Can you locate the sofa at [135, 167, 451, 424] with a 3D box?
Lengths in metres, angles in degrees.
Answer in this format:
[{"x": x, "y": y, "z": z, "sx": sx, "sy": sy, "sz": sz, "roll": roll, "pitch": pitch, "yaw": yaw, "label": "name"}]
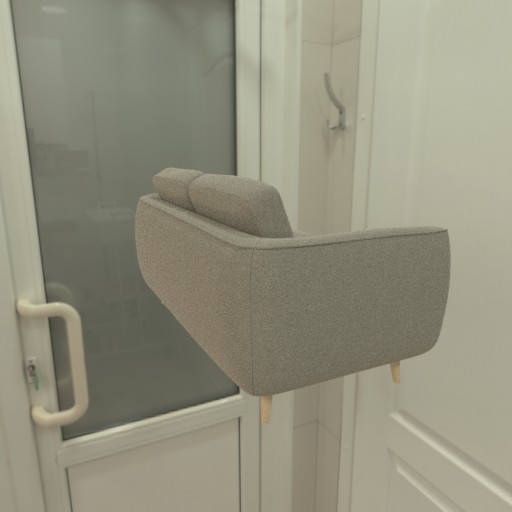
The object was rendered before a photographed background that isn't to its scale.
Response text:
[{"x": 0.000, "y": 0.000, "z": 2.232, "sx": 0.920, "sy": 0.850, "sz": 1.700, "roll": -7, "pitch": 15, "yaw": -26, "label": "sofa"}]
